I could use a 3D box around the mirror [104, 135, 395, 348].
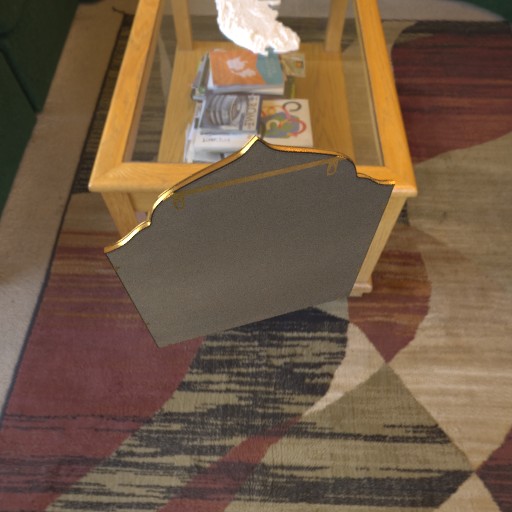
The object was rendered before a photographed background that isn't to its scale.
[{"bbox_3d":[0.000,0.000,0.871,0.513,0.635,0.018,-14,60,-8],"label":"mirror"}]
